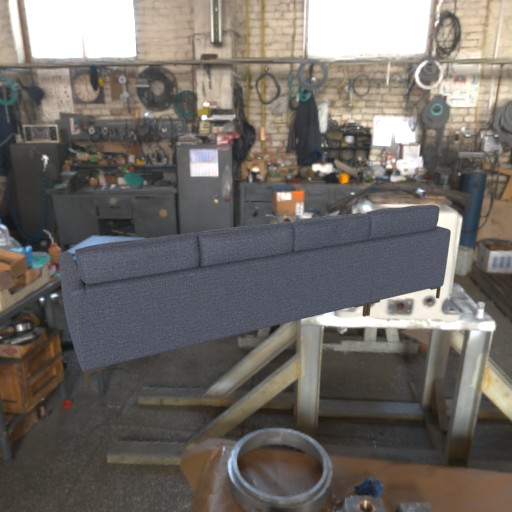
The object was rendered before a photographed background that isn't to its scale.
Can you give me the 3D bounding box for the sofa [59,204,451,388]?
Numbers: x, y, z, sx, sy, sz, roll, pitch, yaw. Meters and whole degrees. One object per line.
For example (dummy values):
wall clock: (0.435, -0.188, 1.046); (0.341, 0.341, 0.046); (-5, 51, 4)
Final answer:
sofa: (0.000, 0.000, 2.985); (2.445, 0.673, 1.125); (-9, 20, -26)
